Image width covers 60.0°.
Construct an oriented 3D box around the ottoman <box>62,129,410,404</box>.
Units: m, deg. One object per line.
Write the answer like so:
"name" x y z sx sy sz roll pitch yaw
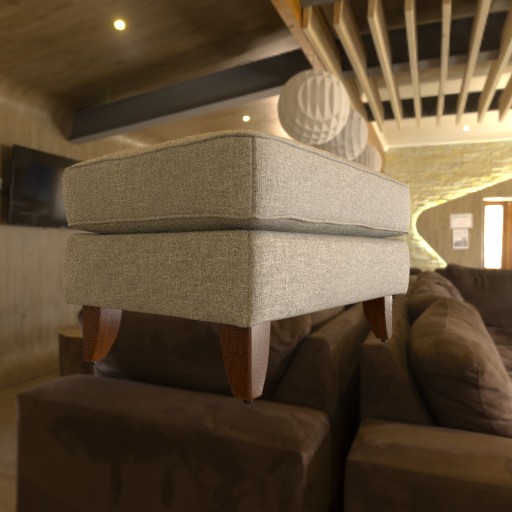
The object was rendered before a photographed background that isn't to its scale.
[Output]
"ottoman" 0.000 0.000 1.298 0.661 0.561 0.889 0 1 37
